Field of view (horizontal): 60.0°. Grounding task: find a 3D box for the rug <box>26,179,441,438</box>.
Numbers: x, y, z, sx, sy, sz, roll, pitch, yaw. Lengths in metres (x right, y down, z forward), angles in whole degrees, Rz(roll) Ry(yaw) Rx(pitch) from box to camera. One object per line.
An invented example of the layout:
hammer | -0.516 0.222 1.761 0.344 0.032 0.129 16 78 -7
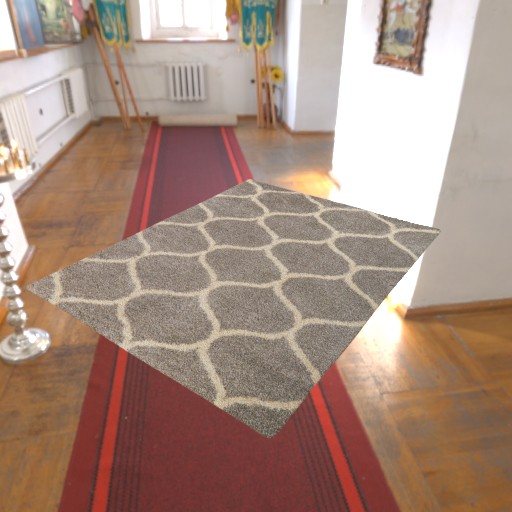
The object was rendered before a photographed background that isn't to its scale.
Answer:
rug | 0.000 0.000 3.984 2.399 0.026 3.000 20 36 31
